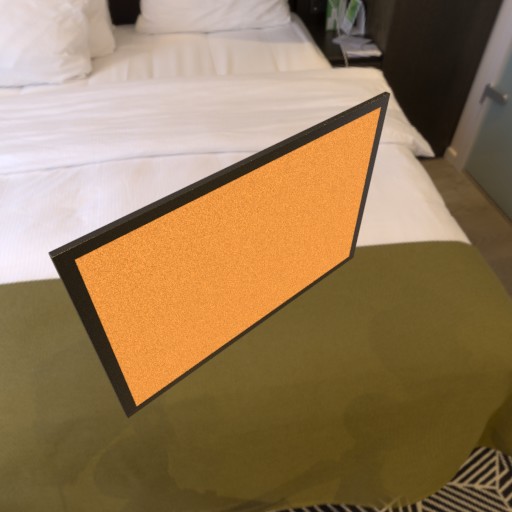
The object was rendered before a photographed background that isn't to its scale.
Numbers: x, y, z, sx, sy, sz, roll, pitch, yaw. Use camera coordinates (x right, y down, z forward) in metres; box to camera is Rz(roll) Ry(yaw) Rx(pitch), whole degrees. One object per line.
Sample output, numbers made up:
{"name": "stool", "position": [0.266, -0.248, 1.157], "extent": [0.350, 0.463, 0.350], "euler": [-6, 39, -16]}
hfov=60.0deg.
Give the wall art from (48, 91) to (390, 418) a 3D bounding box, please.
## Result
{"name": "wall art", "position": [0.000, 0.000, 1.050], "extent": [0.819, 0.552, 0.015], "euler": [-32, 54, -27]}
